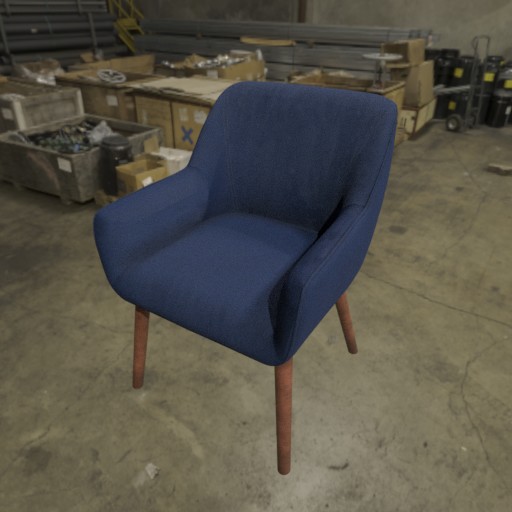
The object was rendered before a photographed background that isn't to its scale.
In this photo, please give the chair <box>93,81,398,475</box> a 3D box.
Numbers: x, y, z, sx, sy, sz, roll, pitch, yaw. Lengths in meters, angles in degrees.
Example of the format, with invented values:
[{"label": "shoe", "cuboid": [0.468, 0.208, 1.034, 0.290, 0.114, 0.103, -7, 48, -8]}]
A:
[{"label": "chair", "cuboid": [0.000, 0.000, 1.229, 0.600, 0.820, 0.600, 18, 35, 28]}]
